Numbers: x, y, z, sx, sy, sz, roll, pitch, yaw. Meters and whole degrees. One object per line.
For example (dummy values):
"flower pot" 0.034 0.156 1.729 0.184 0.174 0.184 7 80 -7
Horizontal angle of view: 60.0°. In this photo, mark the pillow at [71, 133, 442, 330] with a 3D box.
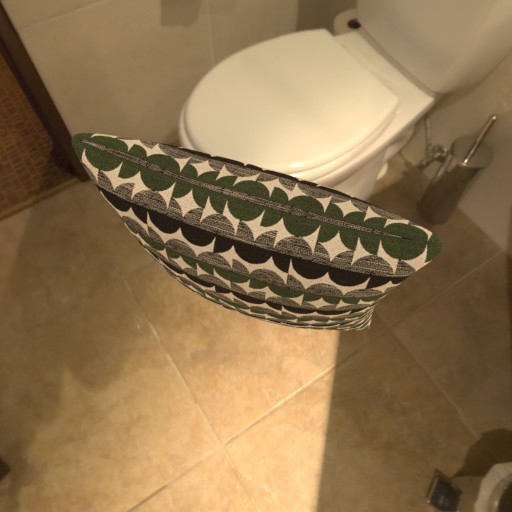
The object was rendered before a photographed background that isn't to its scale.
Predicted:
"pillow" 0.000 0.000 0.648 0.419 0.404 0.180 18 64 9
